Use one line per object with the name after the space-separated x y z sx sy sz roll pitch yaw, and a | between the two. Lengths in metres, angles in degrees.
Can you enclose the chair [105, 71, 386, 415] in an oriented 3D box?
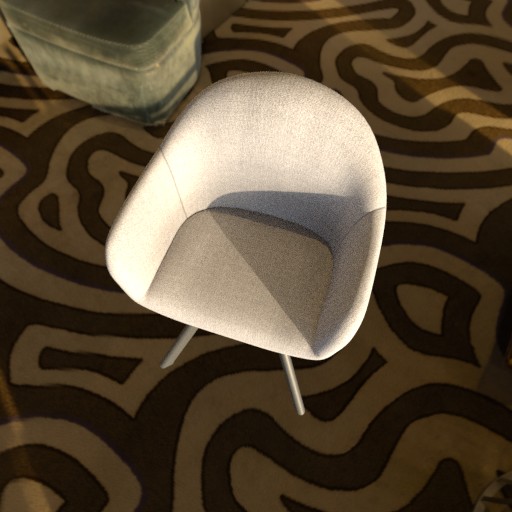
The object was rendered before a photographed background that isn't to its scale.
0.000 0.000 1.212 0.590 0.795 0.550 16 60 10 | chair
